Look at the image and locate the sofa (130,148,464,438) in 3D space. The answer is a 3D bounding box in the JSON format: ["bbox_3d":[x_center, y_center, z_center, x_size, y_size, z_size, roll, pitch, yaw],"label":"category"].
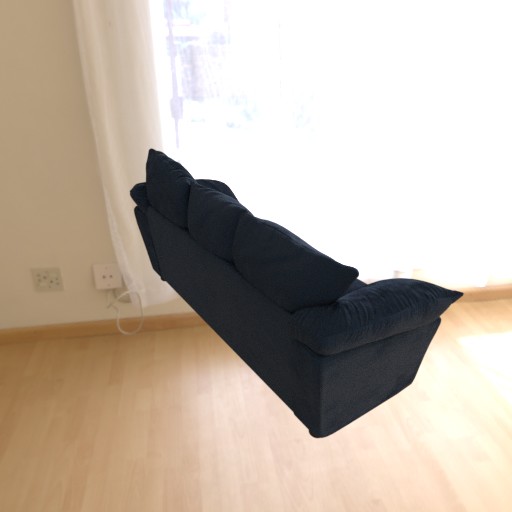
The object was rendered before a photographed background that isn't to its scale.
[{"bbox_3d":[0.000,0.000,2.927,0.907,1.091,2.390,-17,32,-30],"label":"sofa"}]
